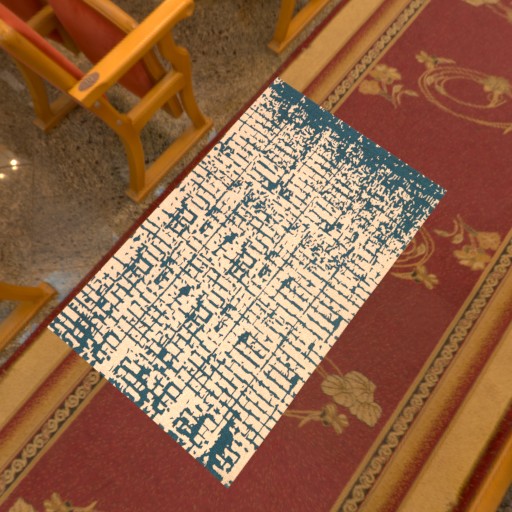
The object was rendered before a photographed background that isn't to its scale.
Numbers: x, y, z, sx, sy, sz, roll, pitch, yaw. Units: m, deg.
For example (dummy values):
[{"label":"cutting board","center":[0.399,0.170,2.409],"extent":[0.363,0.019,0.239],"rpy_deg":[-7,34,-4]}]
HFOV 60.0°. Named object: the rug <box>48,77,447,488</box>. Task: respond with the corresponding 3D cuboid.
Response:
[{"label":"rug","center":[0.000,0.000,3.002],"extent":[1.517,0.011,2.435],"rpy_deg":[37,77,10]}]
